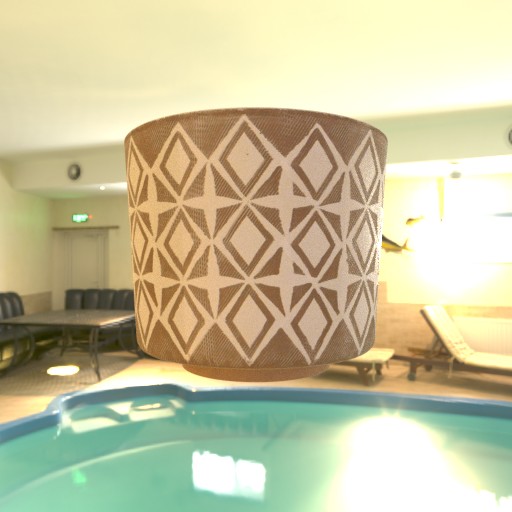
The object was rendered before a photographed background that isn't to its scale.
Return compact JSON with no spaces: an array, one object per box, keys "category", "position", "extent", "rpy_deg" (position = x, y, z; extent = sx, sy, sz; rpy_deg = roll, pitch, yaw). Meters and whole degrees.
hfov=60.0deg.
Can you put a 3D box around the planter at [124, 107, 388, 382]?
[{"category":"planter","position":[0.000,0.000,0.456],"extent":[0.260,0.220,0.260],"rpy_deg":[0,0,0]}]
